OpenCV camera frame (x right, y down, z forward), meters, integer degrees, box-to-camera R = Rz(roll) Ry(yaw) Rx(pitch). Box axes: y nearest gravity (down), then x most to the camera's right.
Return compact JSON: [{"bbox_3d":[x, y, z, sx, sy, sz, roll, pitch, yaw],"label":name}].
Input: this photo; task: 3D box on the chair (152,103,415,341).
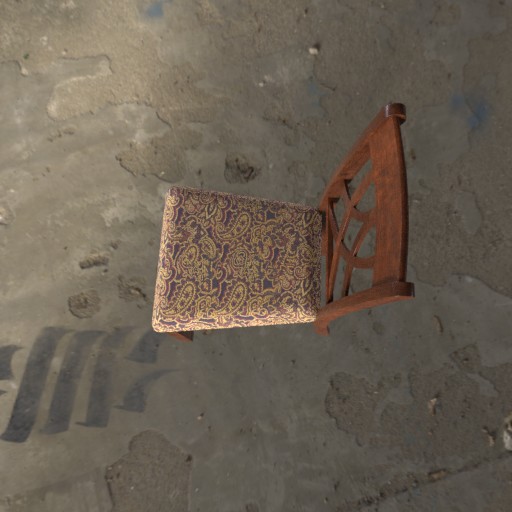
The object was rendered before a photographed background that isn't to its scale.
[{"bbox_3d":[0.000,0.000,1.291,0.584,0.965,0.457,3,75,1],"label":"chair"}]
